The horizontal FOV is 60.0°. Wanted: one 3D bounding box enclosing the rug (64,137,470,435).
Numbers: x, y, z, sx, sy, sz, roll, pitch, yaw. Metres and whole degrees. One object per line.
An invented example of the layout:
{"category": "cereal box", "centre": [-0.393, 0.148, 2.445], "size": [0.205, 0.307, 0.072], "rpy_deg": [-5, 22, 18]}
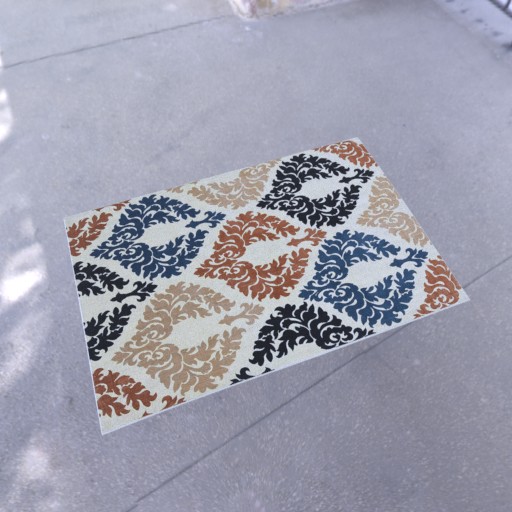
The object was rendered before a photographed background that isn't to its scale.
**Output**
{"category": "rug", "centre": [0.000, 0.000, 2.894], "size": [2.275, 0.014, 1.514], "rpy_deg": [-18, 60, -11]}
